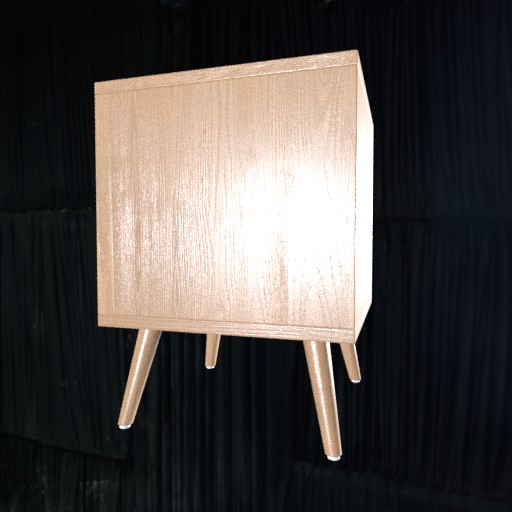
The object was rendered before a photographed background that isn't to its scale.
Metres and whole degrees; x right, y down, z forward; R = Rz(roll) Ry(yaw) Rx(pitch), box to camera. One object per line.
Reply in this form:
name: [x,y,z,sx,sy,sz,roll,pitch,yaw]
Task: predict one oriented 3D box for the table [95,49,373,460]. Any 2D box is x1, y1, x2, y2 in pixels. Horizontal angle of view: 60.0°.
table: [0.000,0.000,0.829,0.400,0.550,0.400,1,2,18]
